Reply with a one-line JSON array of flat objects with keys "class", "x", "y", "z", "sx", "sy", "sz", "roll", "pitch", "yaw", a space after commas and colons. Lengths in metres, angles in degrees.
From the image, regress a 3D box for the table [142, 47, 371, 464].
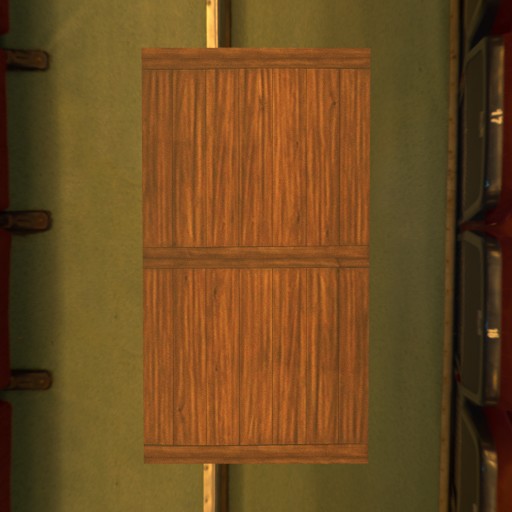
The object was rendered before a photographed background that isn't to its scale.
[{"class": "table", "x": 0.000, "y": 0.000, "z": 2.491, "sx": 1.071, "sy": 0.793, "sz": 1.966, "roll": 0, "pitch": 91, "yaw": 0}]
